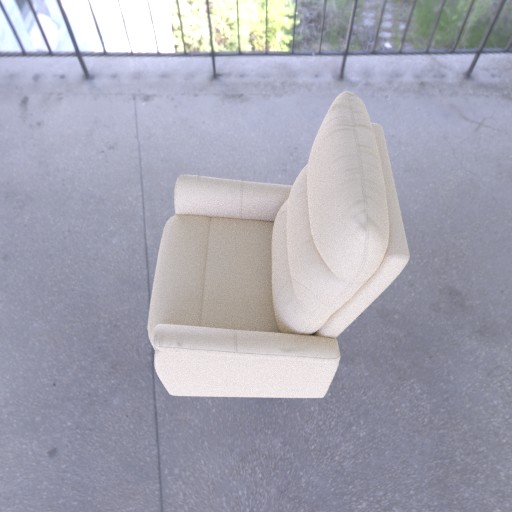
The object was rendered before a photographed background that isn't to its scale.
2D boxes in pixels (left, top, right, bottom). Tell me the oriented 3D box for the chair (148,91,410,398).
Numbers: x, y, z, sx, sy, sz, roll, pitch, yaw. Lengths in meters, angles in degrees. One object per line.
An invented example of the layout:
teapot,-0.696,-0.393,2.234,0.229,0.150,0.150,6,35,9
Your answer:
chair,0.000,0.000,1.658,0.831,1.082,0.775,1,56,1
